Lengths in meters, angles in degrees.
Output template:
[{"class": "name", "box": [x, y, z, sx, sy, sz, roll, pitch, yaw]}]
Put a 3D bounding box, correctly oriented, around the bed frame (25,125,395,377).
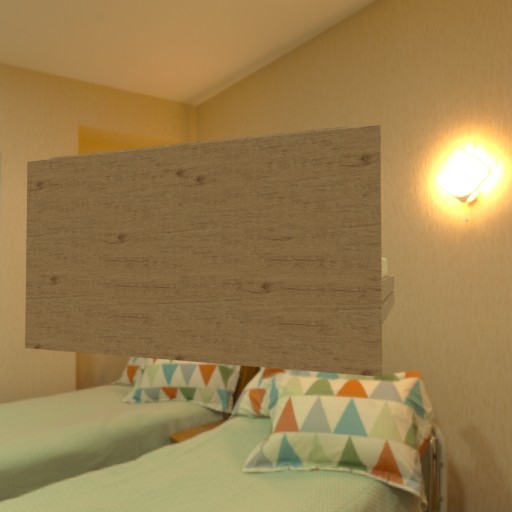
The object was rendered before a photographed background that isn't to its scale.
[{"class": "bed frame", "box": [0.000, 0.000, 2.949, 1.750, 0.970, 2.080, 0, -1, 20]}]
